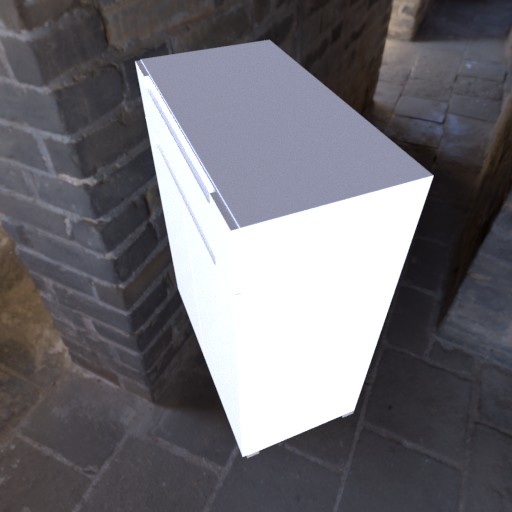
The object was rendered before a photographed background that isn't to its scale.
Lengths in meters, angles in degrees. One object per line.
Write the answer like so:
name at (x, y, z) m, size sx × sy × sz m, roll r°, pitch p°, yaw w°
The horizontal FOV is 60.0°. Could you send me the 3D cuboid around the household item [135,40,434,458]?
household item at (0.000, 0.000, 1.419) m, size 0.420 × 1.010 × 0.790 m, roll -16°, pitch 47°, yaw -16°
